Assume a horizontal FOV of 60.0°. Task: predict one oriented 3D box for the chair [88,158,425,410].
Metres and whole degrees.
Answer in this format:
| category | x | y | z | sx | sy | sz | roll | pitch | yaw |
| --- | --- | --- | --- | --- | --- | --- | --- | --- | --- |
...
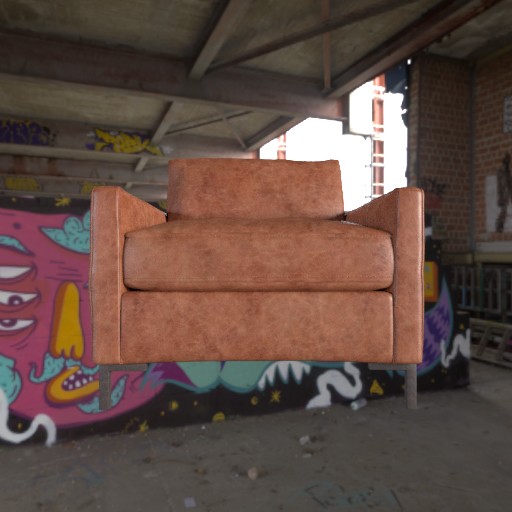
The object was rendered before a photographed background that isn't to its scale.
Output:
| category | x | y | z | sx | sy | sz | roll | pitch | yaw |
| --- | --- | --- | --- | --- | --- | --- | --- | --- | --- |
| chair | 0.000 | 0.000 | 1.639 | 0.967 | 0.869 | 0.862 | 0 | 0 | -1 |
